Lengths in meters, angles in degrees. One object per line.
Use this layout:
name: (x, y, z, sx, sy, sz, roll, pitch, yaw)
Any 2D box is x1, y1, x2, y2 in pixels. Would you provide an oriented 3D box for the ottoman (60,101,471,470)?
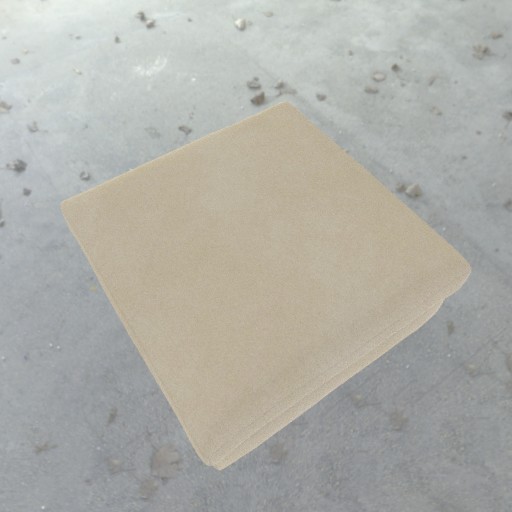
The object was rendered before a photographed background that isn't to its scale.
ottoman: (0.000, 0.000, 1.867, 1.190, 0.522, 1.205, -30, 62, -18)
